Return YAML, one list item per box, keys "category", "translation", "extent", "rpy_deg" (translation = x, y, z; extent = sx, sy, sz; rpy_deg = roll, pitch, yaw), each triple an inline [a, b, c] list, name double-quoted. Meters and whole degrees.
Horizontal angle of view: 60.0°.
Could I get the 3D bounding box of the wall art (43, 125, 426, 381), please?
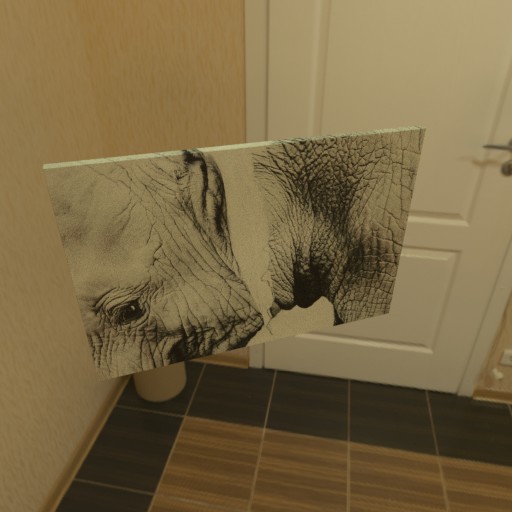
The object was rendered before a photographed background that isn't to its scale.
- category: "wall art"
  translation: [0.000, 0.000, 1.479]
  extent: [1.141, 0.758, 0.035]
  rpy_deg: [-10, 33, -16]
